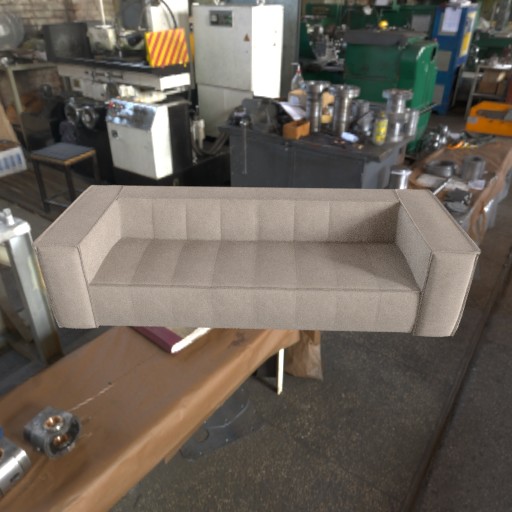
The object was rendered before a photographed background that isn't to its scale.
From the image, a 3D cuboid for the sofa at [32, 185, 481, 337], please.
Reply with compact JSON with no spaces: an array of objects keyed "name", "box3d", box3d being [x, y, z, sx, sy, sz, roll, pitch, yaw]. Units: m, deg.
[{"name":"sofa","box3d":[0.000,0.000,3.183,2.697,0.680,1.038,1,30,2]}]
